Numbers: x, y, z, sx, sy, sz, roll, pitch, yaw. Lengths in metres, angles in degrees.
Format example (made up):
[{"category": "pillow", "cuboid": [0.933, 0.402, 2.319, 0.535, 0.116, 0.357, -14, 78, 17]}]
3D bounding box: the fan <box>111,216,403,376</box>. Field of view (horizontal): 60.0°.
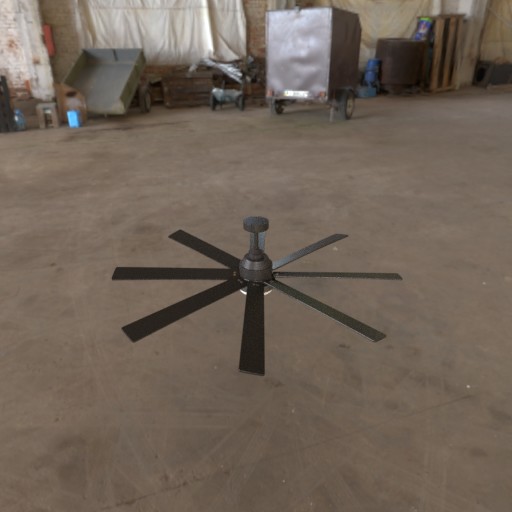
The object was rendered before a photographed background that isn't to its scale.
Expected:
[{"category": "fan", "cuboid": [0.000, 0.000, 2.768, 1.830, 0.472, 1.830, 1, 27, 1]}]
